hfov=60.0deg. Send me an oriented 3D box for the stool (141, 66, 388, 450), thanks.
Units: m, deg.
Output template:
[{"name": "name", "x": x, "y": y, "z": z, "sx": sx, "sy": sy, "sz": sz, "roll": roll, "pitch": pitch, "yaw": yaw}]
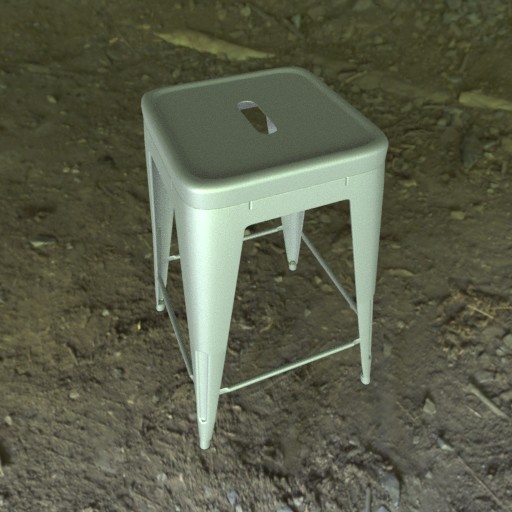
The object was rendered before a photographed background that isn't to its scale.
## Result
[{"name": "stool", "x": 0.000, "y": 0.000, "z": 0.886, "sx": 0.410, "sy": 0.608, "sz": 0.410, "roll": -16, "pitch": 47, "yaw": -16}]
